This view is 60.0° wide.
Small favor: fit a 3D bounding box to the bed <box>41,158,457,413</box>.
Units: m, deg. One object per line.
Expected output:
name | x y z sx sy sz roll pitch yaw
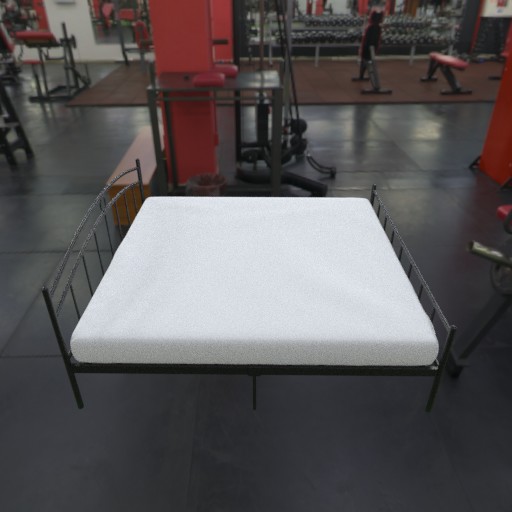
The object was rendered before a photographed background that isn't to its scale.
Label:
bed | 0.000 0.000 3.104 2.040 0.940 1.880 0 31 1
